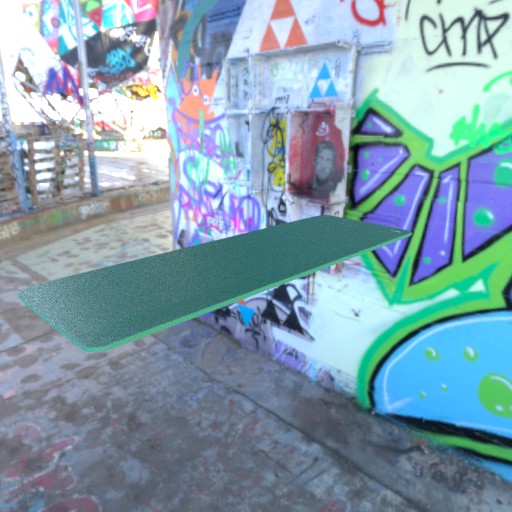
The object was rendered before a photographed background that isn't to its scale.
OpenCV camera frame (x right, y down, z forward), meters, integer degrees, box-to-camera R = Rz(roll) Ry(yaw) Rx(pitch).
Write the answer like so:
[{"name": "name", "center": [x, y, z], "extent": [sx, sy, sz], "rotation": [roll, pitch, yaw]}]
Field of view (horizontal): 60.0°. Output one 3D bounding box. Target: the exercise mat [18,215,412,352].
[{"name": "exercise mat", "center": [0.000, 0.000, 2.026], "extent": [1.869, 0.021, 0.616], "rotation": [-17, 24, -42]}]
